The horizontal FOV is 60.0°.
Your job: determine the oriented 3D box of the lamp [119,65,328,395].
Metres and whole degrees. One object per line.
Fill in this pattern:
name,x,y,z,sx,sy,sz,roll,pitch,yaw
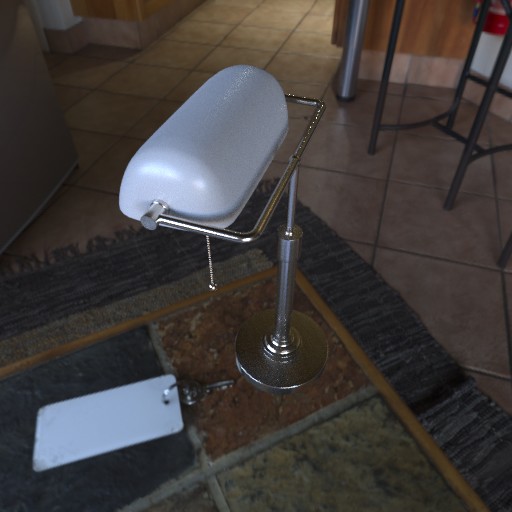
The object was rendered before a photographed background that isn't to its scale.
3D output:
lamp,0.000,0.000,0.561,0.227,0.404,0.269,14,47,14
